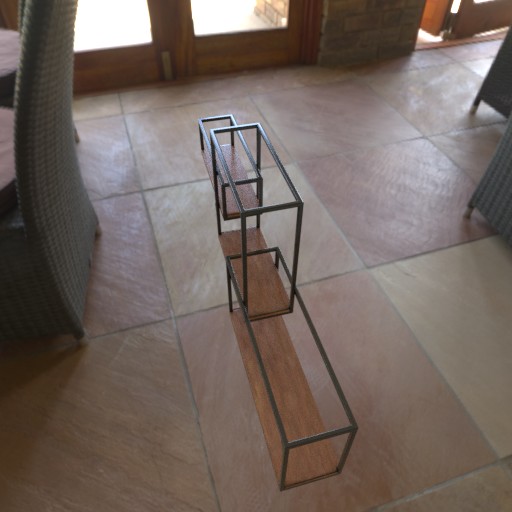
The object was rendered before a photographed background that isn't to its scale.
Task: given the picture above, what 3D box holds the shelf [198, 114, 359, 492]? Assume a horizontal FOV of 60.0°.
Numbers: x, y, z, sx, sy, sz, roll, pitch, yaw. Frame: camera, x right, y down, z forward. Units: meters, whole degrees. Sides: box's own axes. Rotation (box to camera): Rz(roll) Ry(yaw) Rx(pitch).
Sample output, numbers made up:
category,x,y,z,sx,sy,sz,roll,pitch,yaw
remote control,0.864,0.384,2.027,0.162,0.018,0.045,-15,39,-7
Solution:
category,x,y,z,sx,sy,sz,roll,pitch,yaw
shelf,0.000,0.000,2.120,0.275,0.972,1.781,-11,46,-10
